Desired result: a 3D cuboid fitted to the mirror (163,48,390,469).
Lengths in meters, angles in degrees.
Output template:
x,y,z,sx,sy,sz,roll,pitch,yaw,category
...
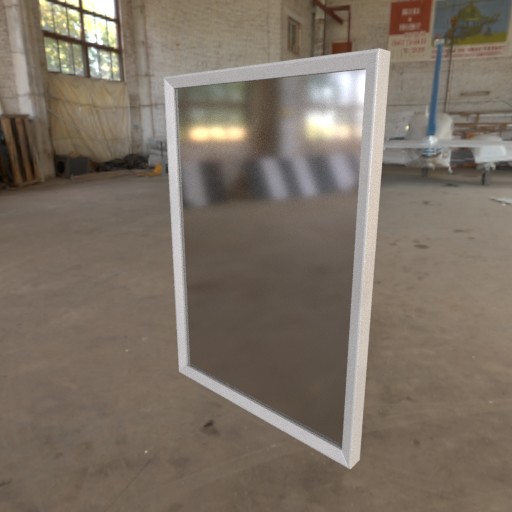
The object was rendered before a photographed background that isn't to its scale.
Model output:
x,y,z,sx,sy,sz,roll,pitch,yaw,category
0.000,0.000,0.897,0.507,0.710,0.039,14,21,41,mirror
